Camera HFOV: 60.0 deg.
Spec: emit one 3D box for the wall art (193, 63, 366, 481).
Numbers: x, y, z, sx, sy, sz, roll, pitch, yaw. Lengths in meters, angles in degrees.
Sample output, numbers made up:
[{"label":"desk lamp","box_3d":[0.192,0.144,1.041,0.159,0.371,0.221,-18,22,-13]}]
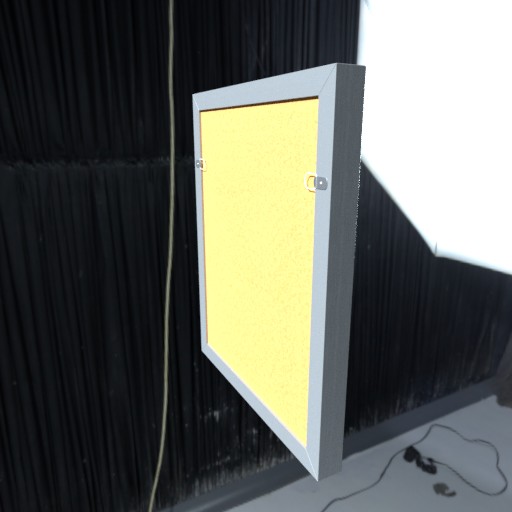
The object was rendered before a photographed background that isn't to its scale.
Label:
[{"label":"wall art","box_3d":[0.000,0.000,0.520,0.030,0.379,0.308,-8,17,-27]}]
